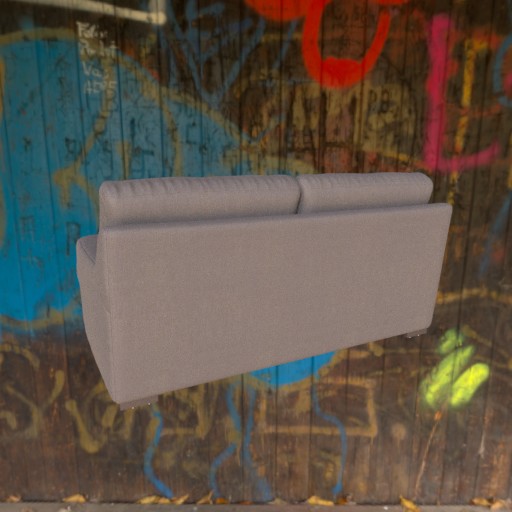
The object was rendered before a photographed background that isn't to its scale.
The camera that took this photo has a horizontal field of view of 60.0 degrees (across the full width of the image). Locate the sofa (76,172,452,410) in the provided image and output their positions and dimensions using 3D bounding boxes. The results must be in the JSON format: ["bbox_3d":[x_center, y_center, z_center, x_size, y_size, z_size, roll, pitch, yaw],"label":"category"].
[{"bbox_3d":[0.000,0.000,2.514,1.880,0.940,1.143,-7,14,-27],"label":"sofa"}]
